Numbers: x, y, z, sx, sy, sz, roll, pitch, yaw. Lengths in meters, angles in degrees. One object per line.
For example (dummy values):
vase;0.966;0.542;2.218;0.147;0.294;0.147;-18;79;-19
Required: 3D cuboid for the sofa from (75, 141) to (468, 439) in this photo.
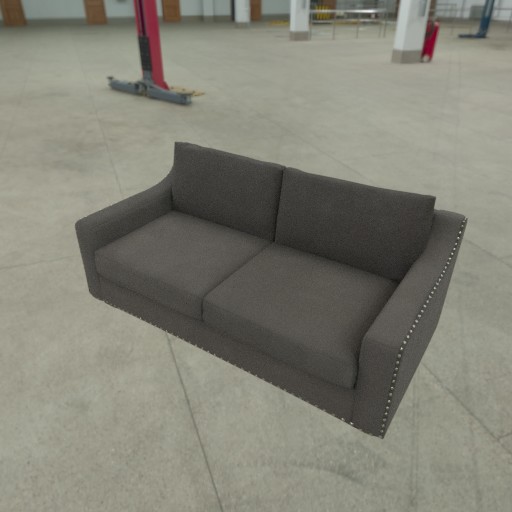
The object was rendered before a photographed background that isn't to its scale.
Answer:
sofa;0.000;0.000;3.309;2.550;1.196;1.336;19;36;28
